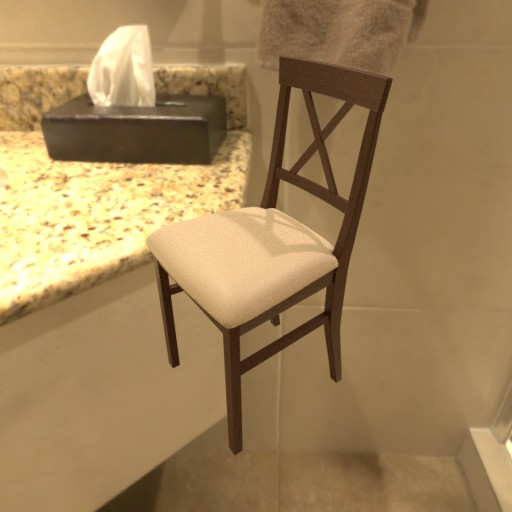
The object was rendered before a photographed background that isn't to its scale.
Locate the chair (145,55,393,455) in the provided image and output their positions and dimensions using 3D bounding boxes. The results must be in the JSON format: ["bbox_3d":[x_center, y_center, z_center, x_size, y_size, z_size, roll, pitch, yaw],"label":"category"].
[{"bbox_3d":[0.000,0.000,1.190,0.480,0.913,0.440,-20,38,-29],"label":"chair"}]
